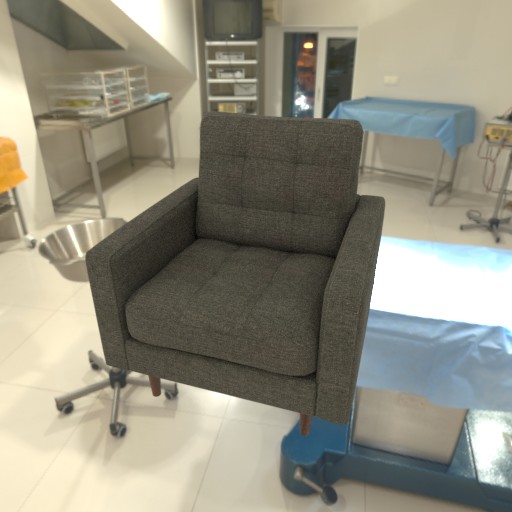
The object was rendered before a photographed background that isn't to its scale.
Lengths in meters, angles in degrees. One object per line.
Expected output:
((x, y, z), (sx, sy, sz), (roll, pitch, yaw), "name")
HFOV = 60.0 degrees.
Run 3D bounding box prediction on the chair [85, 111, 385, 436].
((0.000, 0.000, 1.576), (0.821, 0.880, 0.843), (9, 29, 16), "chair")
